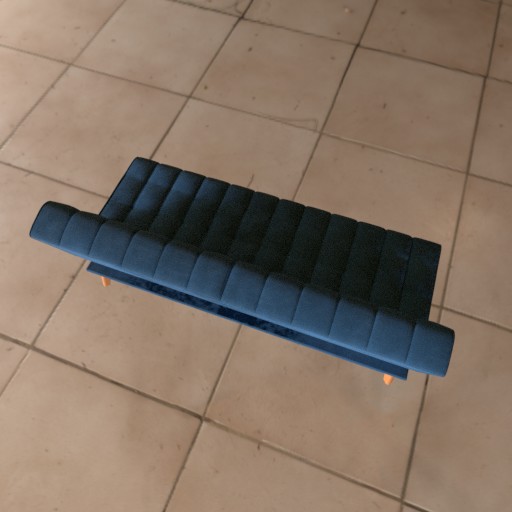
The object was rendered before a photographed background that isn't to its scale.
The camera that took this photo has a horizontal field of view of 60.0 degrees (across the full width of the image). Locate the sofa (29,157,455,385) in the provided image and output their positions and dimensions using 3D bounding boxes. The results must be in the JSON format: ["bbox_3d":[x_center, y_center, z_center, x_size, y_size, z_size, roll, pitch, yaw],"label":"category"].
[{"bbox_3d":[0.000,0.000,2.299,1.804,0.813,0.855,18,63,9],"label":"sofa"}]
